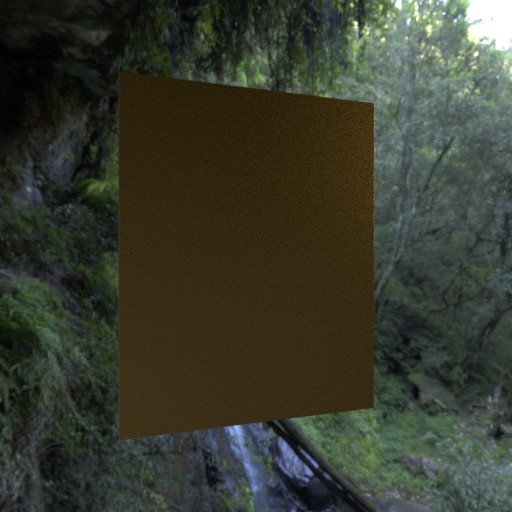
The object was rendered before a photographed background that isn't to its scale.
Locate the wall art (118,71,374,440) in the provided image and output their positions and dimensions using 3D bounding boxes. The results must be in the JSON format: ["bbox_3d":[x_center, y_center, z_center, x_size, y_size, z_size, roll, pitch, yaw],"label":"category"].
[{"bbox_3d":[0.000,0.000,1.030,0.610,0.762,0.038,0,0,-18],"label":"wall art"}]
